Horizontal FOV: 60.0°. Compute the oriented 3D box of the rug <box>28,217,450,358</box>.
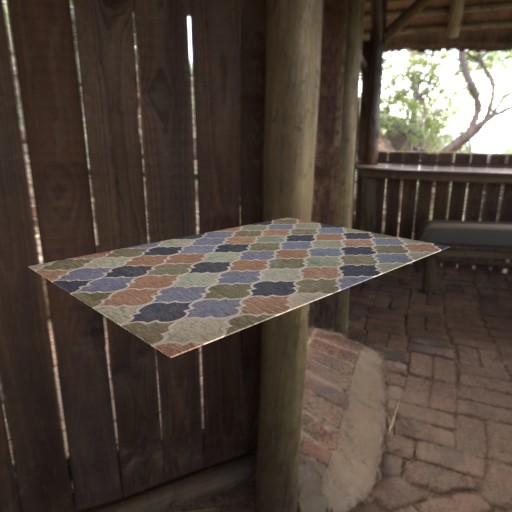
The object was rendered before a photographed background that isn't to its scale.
[{"bbox_3d":[0.000,0.000,2.860,2.284,0.006,1.521,-14,21,-42],"label":"rug"}]
